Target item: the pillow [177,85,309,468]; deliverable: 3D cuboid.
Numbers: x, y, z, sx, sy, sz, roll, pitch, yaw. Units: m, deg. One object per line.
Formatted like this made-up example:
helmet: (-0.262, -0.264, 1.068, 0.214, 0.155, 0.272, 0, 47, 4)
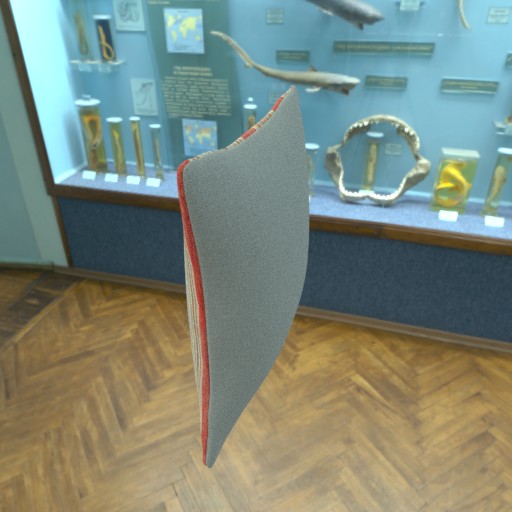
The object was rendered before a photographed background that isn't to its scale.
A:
pillow: (0.000, 0.000, 0.660, 0.136, 0.419, 0.437, 9, 32, 15)
